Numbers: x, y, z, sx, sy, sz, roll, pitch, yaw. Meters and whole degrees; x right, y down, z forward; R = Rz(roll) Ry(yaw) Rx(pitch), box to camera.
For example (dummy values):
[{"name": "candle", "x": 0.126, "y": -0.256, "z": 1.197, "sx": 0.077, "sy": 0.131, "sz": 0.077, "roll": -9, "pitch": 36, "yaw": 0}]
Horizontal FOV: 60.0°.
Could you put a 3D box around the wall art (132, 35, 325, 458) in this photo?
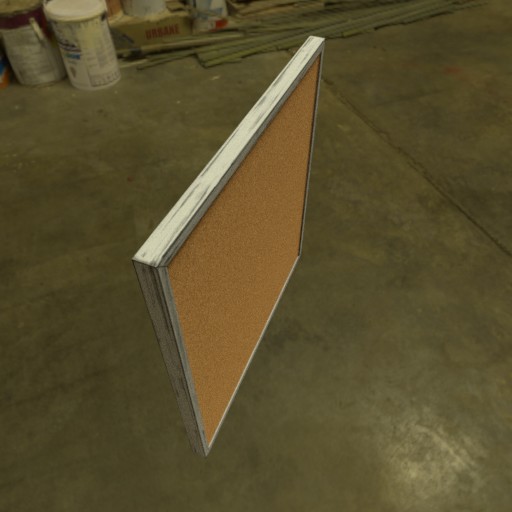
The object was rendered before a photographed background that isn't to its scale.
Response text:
[{"name": "wall art", "x": 0.000, "y": 0.000, "z": 1.092, "sx": 0.037, "sy": 0.761, "sz": 0.761, "roll": 17, "pitch": 51, "yaw": 15}]
